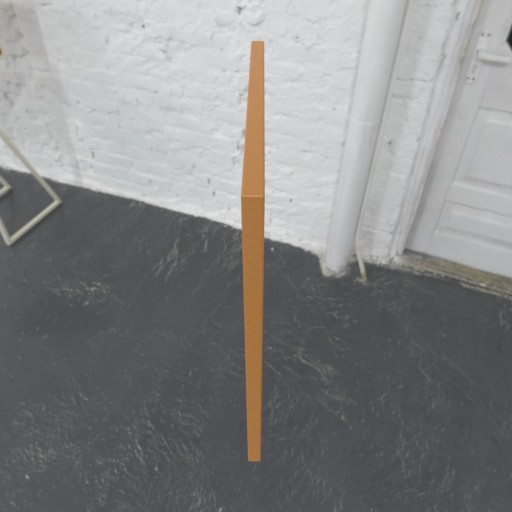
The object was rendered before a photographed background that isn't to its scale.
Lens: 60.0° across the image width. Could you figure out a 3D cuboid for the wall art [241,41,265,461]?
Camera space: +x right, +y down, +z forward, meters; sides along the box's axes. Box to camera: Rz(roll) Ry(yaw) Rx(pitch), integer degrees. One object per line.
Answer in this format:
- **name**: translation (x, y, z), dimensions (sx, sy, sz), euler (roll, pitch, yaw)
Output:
- **wall art**: translation (0.000, 0.000, 0.752), dimensions (0.022, 0.553, 0.452), euler (0, 42, 1)
